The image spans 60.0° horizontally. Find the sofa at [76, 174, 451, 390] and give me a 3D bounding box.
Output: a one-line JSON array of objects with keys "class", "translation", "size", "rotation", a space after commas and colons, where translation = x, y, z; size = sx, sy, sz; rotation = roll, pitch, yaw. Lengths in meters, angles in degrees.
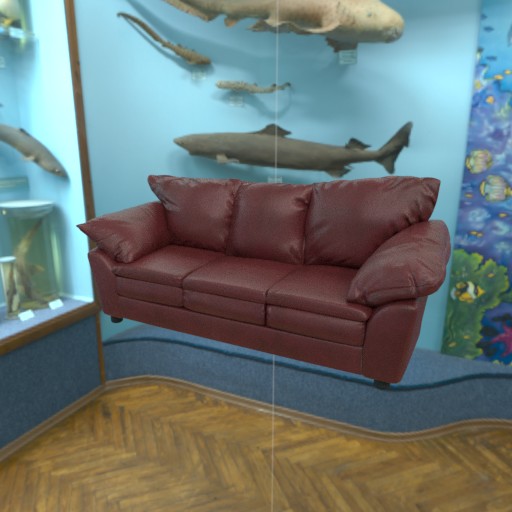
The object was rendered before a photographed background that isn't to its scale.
[{"class": "sofa", "translation": [0.000, 0.000, 2.972], "size": [2.390, 1.091, 0.907], "rotation": [8, 17, 27]}]
